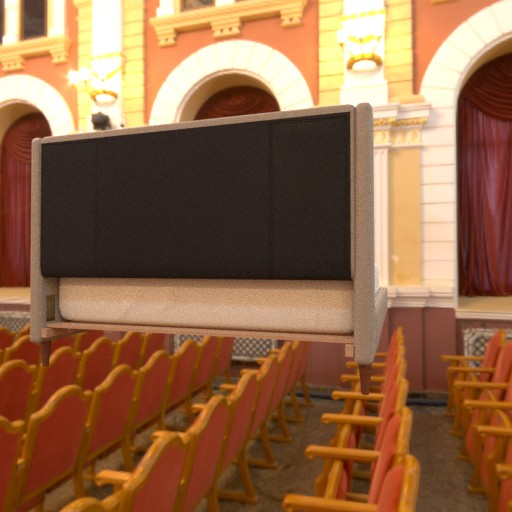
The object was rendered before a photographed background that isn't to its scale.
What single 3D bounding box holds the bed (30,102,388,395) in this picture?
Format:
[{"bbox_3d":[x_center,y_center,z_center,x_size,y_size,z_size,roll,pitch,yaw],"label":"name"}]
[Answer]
[{"bbox_3d":[0.000,0.000,3.000,1.656,1.147,2.232,0,-1,18],"label":"bed"}]
